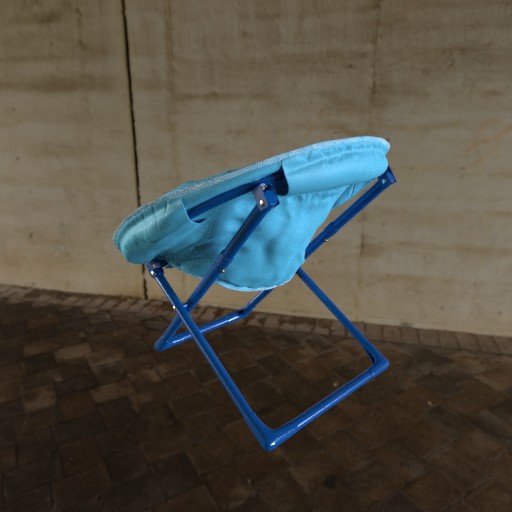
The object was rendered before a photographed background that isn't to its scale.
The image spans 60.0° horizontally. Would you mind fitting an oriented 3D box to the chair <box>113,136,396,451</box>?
[{"bbox_3d":[0.000,0.000,0.890,0.520,0.478,0.465,-16,23,-41],"label":"chair"}]
